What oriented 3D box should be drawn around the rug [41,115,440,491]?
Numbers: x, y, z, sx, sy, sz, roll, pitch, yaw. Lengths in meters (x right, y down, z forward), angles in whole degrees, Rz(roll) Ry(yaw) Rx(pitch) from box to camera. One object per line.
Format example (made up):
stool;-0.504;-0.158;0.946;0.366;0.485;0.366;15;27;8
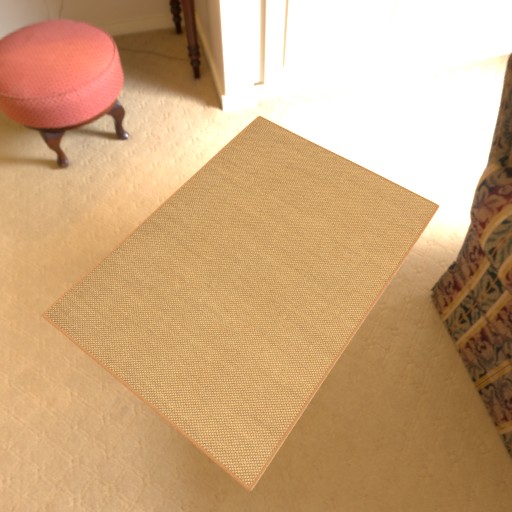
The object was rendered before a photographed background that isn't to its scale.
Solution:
rug;0.000;0.000;2.775;1.524;0.013;2.134;32;63;19
